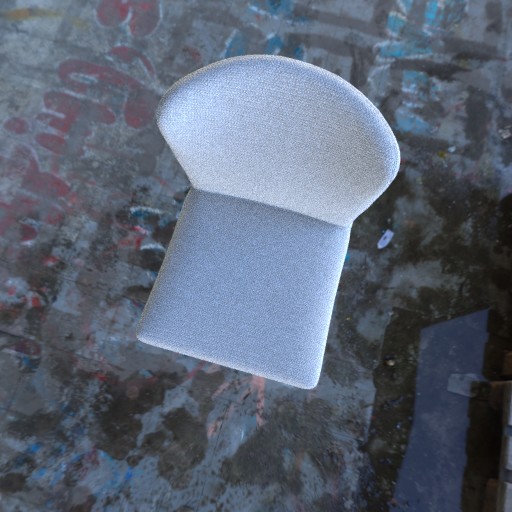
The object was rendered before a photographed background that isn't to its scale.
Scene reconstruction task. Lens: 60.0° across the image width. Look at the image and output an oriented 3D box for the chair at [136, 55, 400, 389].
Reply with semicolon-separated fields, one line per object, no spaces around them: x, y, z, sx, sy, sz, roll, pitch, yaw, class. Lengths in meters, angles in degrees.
0.000;0.000;1.180;0.491;0.839;0.589;15;75;4;chair
